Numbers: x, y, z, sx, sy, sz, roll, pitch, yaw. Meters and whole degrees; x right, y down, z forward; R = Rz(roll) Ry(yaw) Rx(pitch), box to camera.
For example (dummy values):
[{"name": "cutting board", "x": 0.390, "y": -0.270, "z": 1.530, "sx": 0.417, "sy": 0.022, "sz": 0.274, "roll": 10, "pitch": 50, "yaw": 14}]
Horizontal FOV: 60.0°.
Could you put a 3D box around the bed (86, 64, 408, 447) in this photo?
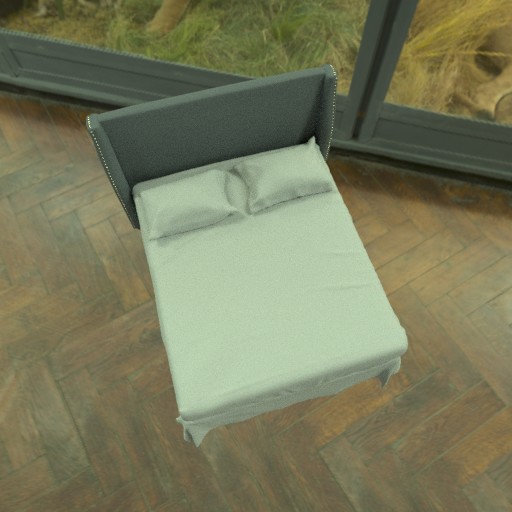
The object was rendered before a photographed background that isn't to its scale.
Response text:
[{"name": "bed", "x": 0.000, "y": 0.000, "z": 3.412, "sx": 1.925, "sy": 1.332, "sz": 2.276, "roll": -15, "pitch": 65, "yaw": -7}]
